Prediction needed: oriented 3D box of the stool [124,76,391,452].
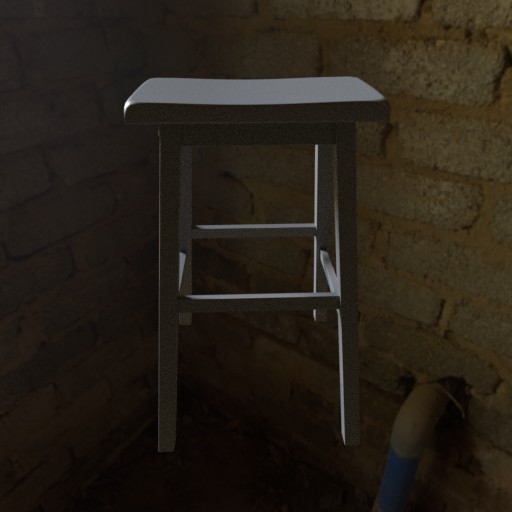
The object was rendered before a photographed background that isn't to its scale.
[{"bbox_3d":[0.000,0.000,1.021,0.457,0.737,0.476,-1,31,-2],"label":"stool"}]
